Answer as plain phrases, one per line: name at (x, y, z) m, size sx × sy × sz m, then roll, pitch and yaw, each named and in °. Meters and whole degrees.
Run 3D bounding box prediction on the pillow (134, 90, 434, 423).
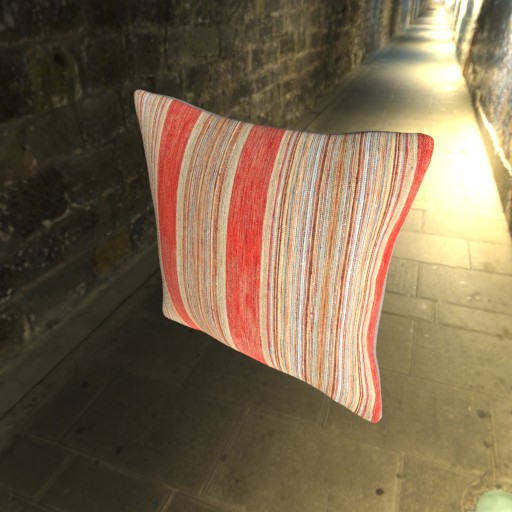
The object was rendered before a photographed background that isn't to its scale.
pillow at (0.000, 0.000, 0.642) m, size 0.437 × 0.419 × 0.136 m, roll 20°, pitch 36°, yaw 30°
